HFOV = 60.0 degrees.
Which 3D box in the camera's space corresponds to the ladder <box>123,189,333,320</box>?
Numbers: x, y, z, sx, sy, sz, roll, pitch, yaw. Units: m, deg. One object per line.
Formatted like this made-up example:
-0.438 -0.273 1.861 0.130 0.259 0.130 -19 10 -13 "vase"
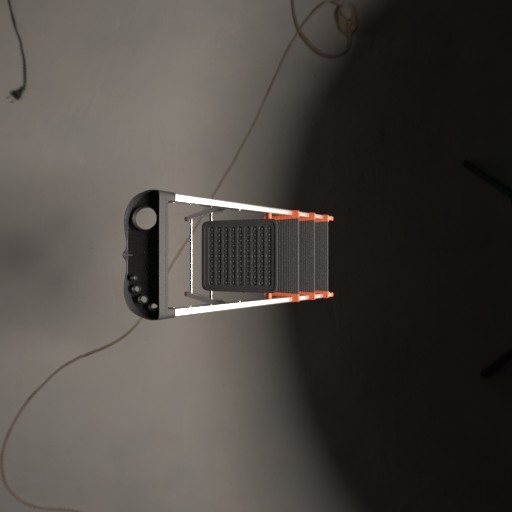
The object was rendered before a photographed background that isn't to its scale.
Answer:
0.000 0.000 1.777 0.834 1.429 0.452 0 90 1 "ladder"
